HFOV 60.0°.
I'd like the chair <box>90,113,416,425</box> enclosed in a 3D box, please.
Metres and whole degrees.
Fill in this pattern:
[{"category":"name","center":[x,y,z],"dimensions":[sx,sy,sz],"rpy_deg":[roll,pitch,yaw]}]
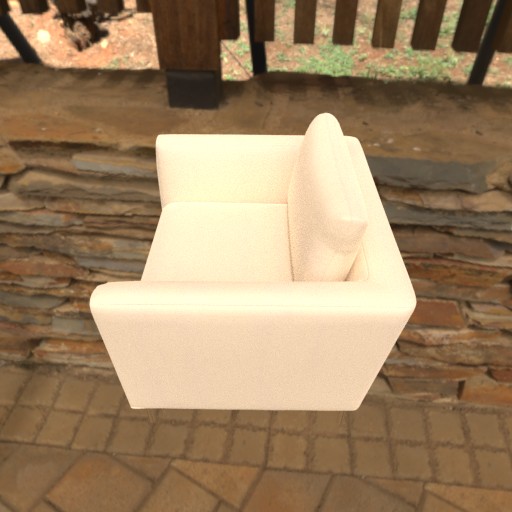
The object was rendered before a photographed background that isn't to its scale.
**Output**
[{"category":"chair","center":[0.000,0.000,1.713],"dimensions":[0.889,0.865,1.041],"rpy_deg":[1,40,1]}]
